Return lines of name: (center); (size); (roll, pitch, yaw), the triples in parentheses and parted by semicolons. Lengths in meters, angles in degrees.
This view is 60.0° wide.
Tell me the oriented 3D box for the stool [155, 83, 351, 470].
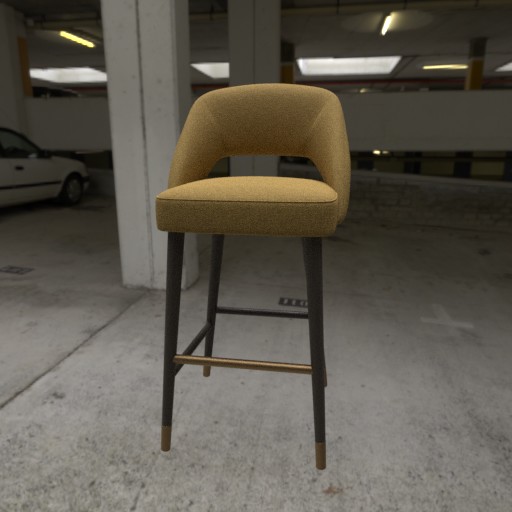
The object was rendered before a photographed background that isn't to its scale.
stool: (0.000, 0.000, 1.337); (0.536, 1.032, 0.522); (2, 15, 9)
